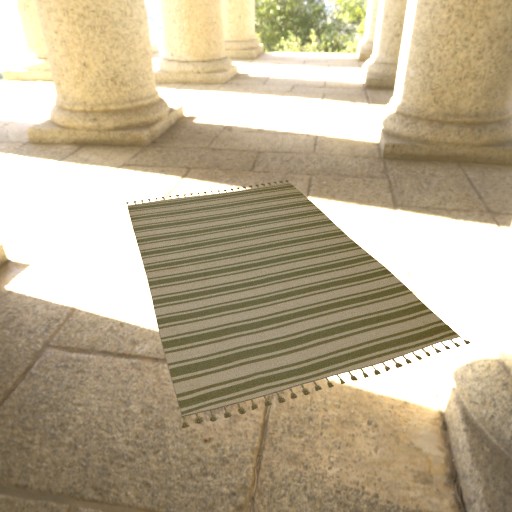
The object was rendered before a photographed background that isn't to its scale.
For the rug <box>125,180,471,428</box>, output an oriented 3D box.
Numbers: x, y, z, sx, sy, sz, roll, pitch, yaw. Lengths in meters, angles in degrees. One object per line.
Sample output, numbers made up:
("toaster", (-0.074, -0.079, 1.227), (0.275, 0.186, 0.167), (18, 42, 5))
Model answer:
("rug", (0.000, 0.000, 2.331), (1.162, 0.013, 1.875), (-10, 33, -17))
